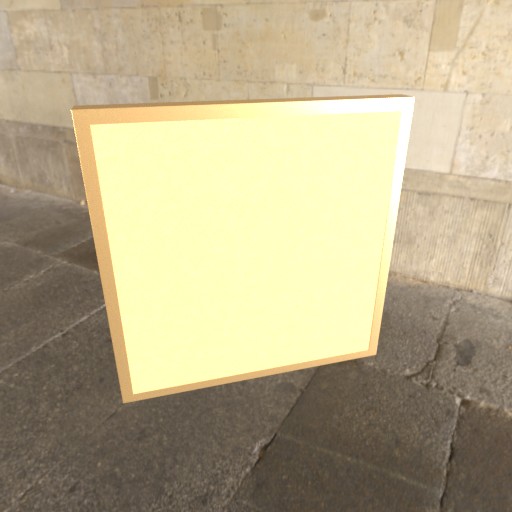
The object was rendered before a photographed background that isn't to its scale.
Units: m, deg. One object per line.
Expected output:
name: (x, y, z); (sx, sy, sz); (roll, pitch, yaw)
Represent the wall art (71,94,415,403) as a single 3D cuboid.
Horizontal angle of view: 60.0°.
wall art: (0.000, 0.000, 0.459); (0.305, 0.305, 0.023); (-7, 27, -14)
